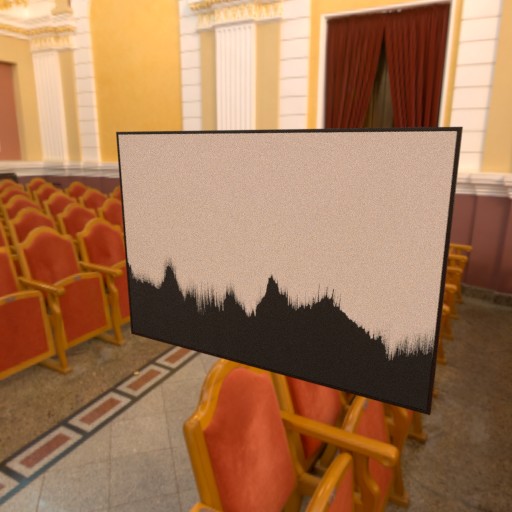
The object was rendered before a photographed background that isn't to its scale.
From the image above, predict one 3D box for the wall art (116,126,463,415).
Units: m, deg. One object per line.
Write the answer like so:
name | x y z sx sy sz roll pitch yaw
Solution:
wall art | 0.000 0.000 1.206 0.957 0.660 0.019 8 16 28
